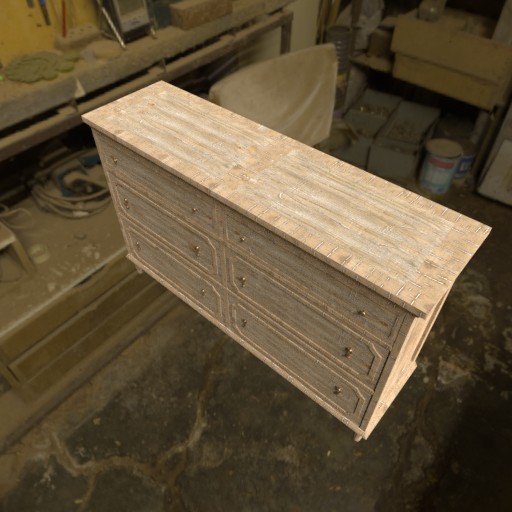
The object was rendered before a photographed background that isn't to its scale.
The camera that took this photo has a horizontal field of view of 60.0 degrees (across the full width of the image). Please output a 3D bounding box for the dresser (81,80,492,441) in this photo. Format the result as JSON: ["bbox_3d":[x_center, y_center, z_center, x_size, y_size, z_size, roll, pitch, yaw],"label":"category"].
[{"bbox_3d":[0.000,0.000,2.050,1.626,1.016,0.457,32,54,27],"label":"dresser"}]
